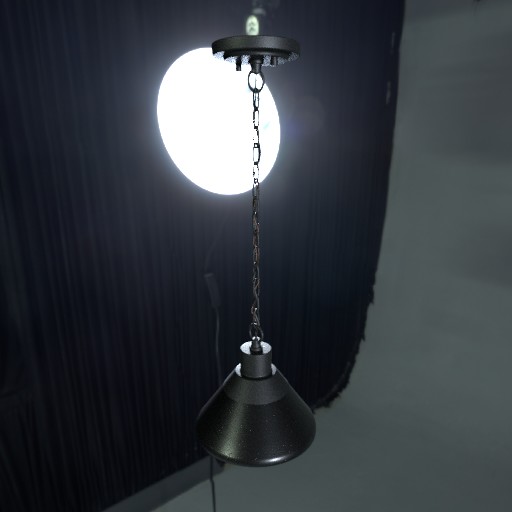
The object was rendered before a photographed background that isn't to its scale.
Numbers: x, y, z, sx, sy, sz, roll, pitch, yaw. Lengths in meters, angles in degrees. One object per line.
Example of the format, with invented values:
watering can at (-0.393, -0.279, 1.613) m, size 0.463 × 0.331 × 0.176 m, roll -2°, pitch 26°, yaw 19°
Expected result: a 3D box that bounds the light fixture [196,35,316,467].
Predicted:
light fixture at (0.000, 0.000, 0.673) m, size 0.201 × 0.588 × 0.201 m, roll -14°, pitch 20°, yaw -42°
